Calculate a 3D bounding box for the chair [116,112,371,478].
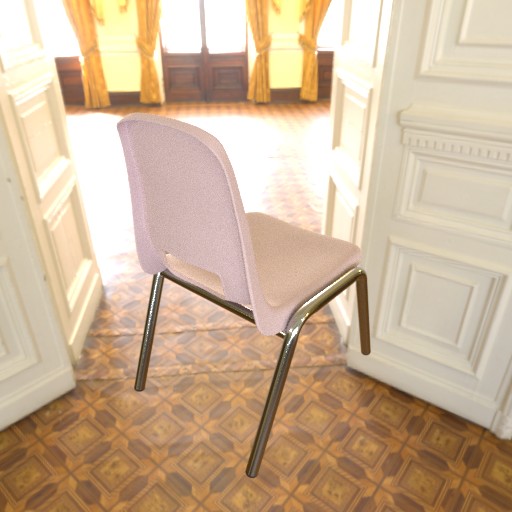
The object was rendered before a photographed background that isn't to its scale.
[{"bbox_3d":[0.000,0.000,0.840,0.354,0.586,0.423,22,37,33],"label":"chair"}]
